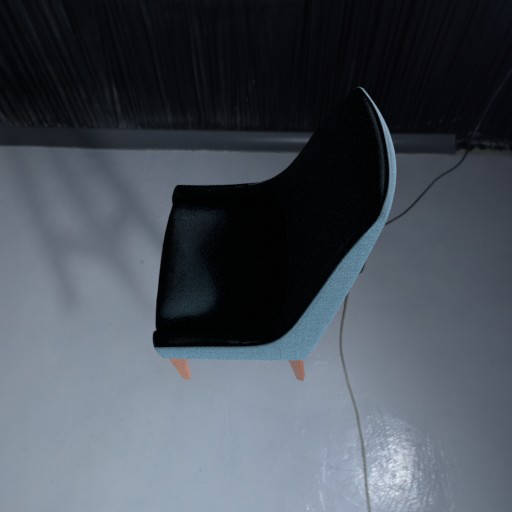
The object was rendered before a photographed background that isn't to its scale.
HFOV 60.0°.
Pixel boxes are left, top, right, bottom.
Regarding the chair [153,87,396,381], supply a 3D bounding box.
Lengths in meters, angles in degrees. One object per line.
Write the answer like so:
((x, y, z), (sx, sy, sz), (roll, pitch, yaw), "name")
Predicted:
((0.000, 0.000, 1.228), (0.544, 0.861, 0.529), (1, 60, 0), "chair")
